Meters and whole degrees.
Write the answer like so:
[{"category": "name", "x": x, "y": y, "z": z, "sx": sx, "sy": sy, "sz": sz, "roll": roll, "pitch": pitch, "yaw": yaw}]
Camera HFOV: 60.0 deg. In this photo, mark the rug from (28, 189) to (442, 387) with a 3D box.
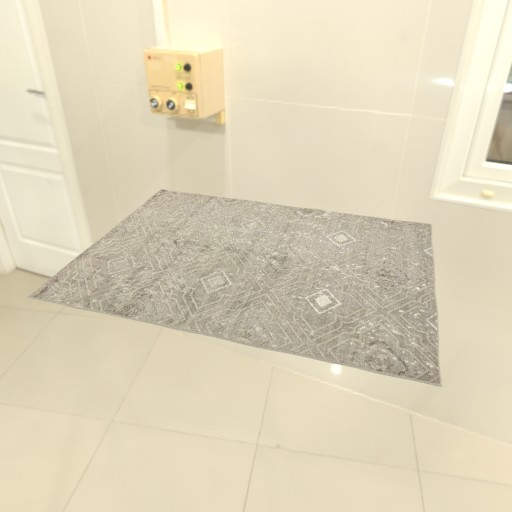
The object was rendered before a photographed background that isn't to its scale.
[{"category": "rug", "x": 0.000, "y": 0.000, "z": 4.366, "sx": 3.359, "sy": 0.020, "sz": 2.448, "roll": 9, "pitch": 33, "yaw": 15}]
